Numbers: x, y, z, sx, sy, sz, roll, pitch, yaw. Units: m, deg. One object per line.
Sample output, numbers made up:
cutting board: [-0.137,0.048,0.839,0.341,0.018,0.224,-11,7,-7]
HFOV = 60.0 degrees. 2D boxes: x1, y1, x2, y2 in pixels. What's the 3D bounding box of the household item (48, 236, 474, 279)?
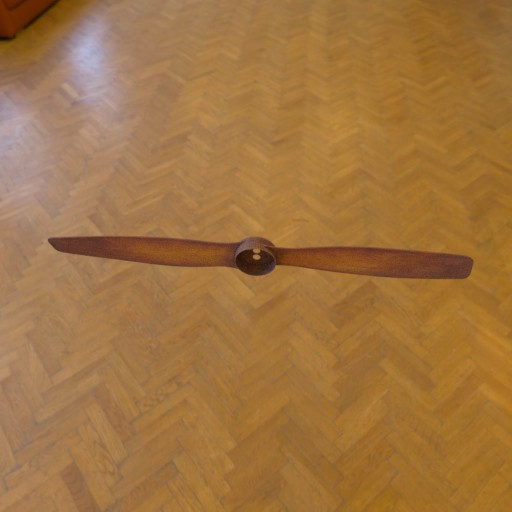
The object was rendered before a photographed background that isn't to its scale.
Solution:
household item: [0.000,0.000,1.241,1.181,0.121,0.051,3,47,3]
